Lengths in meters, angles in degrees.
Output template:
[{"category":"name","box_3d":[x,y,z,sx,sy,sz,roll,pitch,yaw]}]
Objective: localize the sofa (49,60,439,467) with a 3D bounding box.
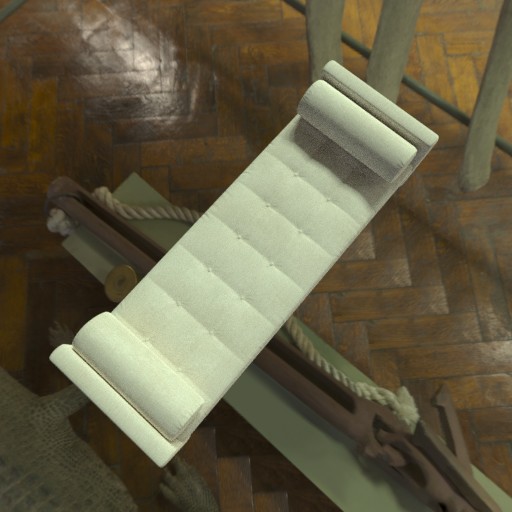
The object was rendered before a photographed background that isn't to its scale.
[{"category":"sofa","box_3d":[0.000,0.000,2.329,0.686,0.635,1.981,40,79,9]}]
